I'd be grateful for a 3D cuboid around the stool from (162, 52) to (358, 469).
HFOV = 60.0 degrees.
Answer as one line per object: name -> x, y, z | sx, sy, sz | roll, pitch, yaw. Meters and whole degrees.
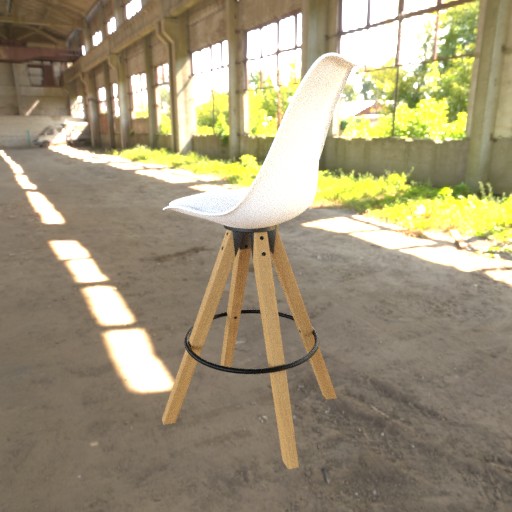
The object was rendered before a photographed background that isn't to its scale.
stool -> 0.000, 0.000, 1.390 | 0.549, 1.115, 0.482 | 8, 18, 25
